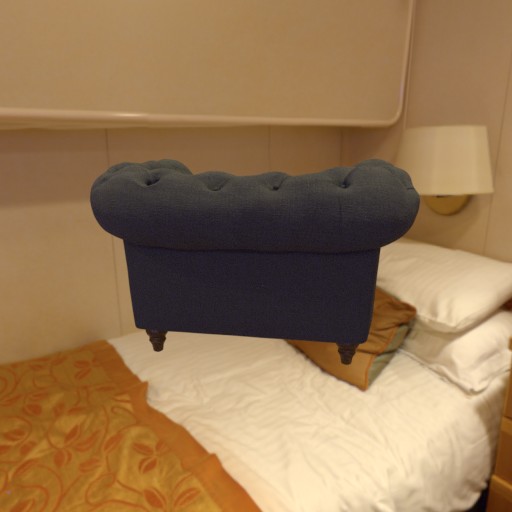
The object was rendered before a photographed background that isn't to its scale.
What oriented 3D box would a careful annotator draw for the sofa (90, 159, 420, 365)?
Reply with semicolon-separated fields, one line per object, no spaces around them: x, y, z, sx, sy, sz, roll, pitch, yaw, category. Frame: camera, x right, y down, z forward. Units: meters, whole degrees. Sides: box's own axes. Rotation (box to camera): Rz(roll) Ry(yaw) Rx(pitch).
0.000;0.000;2.102;1.405;0.878;1.032;2;16;8;sofa
